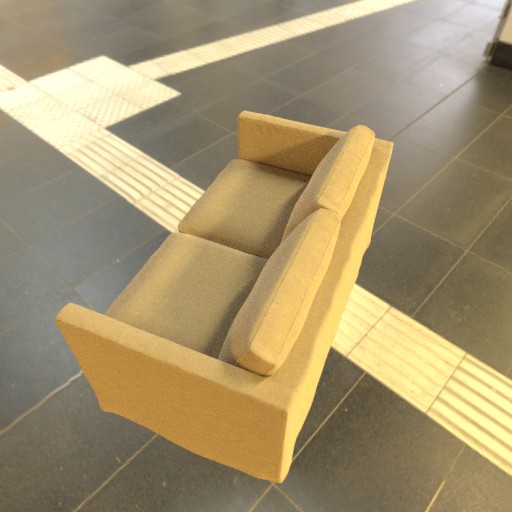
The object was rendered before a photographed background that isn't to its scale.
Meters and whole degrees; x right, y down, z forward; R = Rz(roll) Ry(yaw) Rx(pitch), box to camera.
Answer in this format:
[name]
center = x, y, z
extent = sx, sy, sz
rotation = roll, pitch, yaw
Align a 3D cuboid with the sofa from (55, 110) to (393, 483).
[sofa]
center = 0.000, 0.000, 2.238
extent = 0.962, 0.835, 1.719
rotation = 17, 48, 16
